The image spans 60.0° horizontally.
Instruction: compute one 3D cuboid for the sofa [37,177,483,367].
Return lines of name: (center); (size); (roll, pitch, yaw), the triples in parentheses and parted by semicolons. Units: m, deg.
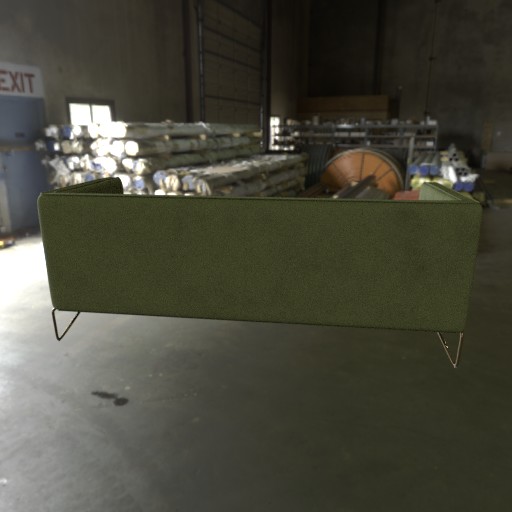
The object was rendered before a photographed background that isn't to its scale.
sofa: (0.000, 0.000, 2.504); (2.087, 0.789, 0.867); (2, 16, 7)
